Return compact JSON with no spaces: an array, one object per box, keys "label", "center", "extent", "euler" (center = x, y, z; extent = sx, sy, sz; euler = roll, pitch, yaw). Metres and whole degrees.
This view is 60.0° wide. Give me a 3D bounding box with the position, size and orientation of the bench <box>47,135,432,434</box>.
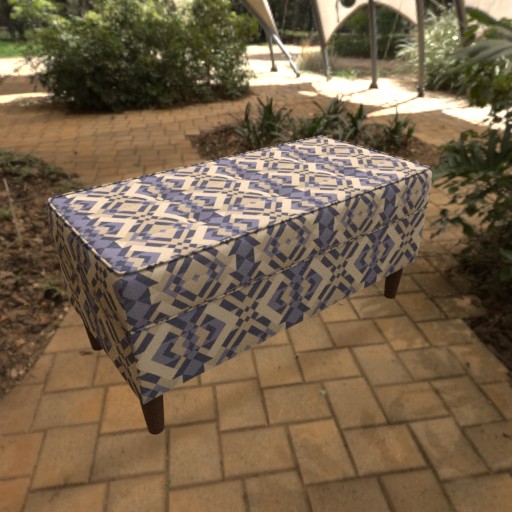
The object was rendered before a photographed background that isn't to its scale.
[{"label":"bench","center":[0.000,0.000,1.337],"extent":[1.016,0.477,0.492],"euler":[-21,36,-32]}]
